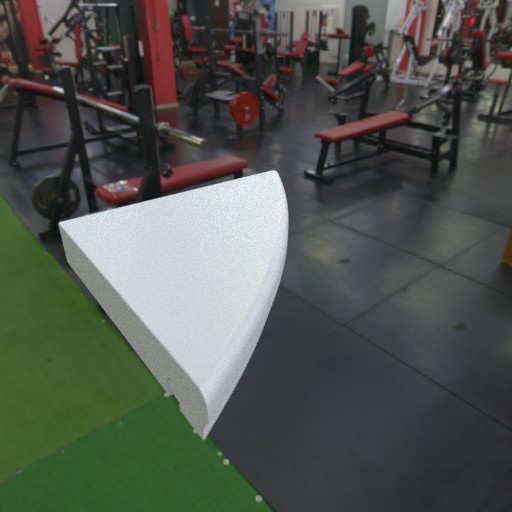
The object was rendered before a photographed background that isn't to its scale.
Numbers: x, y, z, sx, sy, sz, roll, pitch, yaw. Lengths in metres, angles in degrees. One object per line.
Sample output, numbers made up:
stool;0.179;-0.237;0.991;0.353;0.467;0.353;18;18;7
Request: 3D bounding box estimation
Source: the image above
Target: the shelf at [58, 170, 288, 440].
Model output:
shelf;0.000;0.000;0.470;0.310;0.050;0.310;-20;35;-32
